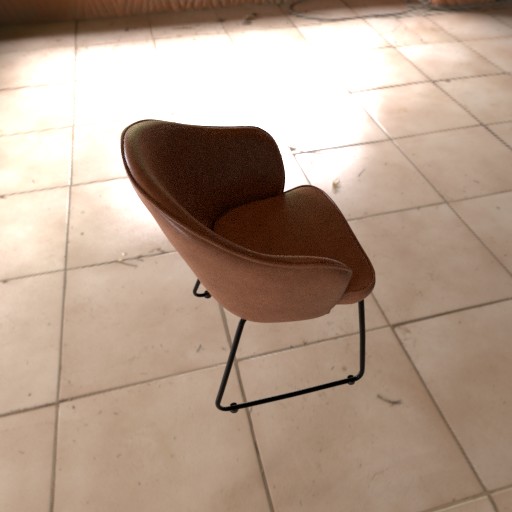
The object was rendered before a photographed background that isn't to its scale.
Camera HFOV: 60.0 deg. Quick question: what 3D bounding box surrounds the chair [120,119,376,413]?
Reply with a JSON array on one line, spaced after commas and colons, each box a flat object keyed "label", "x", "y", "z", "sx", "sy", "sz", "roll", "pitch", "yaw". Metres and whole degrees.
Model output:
[{"label": "chair", "x": 0.000, "y": 0.000, "z": 1.244, "sx": 0.580, "sy": 0.785, "sz": 0.582, "roll": -11, "pitch": 47, "yaw": -11}]
